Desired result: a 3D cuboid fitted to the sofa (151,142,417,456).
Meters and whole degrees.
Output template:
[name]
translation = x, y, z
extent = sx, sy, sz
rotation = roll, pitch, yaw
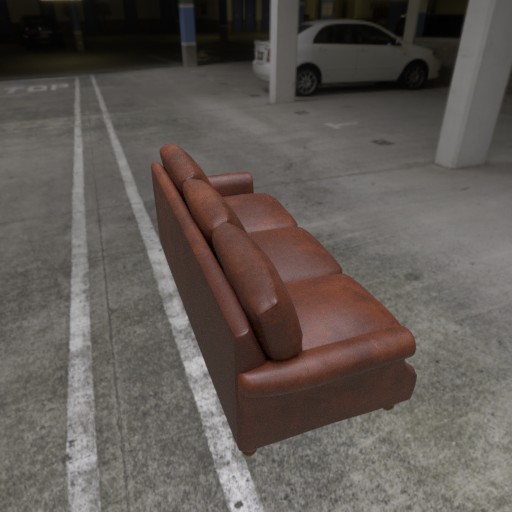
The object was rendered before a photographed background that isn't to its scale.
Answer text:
[sofa]
translation = 0.000, 0.000, 2.879
extent = 0.973, 0.977, 2.351
rotation = -11, 33, -17
